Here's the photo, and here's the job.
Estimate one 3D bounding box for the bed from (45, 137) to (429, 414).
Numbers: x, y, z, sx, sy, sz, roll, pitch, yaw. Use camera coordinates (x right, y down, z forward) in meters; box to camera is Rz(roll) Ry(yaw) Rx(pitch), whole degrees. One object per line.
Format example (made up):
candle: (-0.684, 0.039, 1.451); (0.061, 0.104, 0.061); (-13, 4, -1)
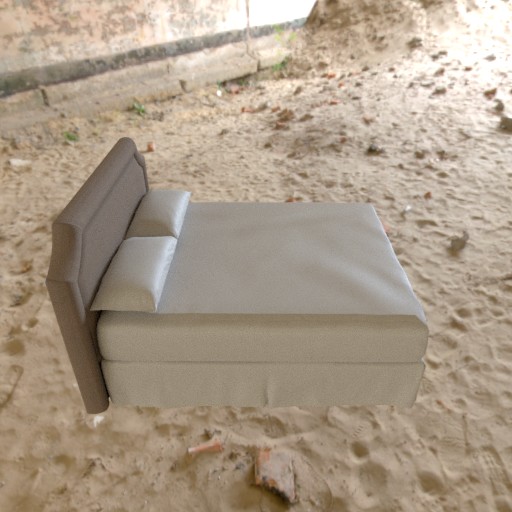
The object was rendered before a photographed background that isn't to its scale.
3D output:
bed: (0.000, 0.000, 3.229); (2.164, 1.303, 1.828); (0, 34, 0)
